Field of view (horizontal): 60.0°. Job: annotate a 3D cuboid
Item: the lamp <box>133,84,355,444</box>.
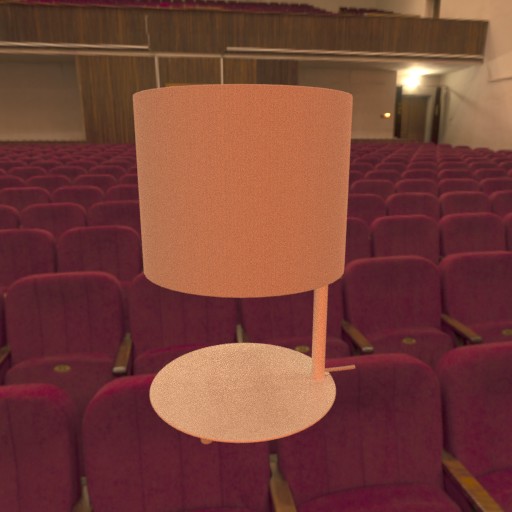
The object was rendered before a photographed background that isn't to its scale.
[{"bbox_3d":[0.000,0.000,0.676,0.341,0.454,0.299,-2,14,-9],"label":"lamp"}]
